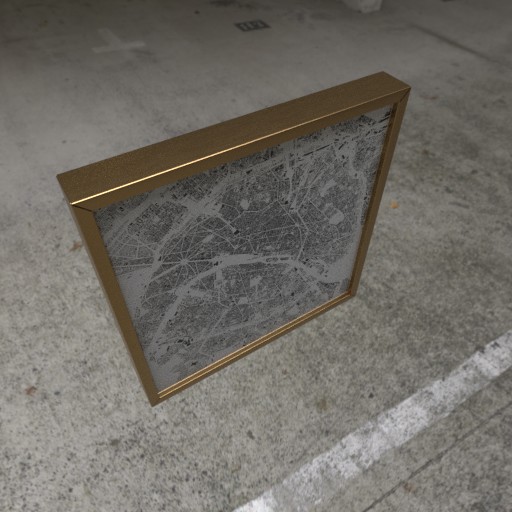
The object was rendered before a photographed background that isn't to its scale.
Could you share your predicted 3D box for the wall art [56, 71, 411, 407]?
[{"bbox_3d":[0.000,0.000,0.462,0.305,0.305,0.037,-25,52,-21],"label":"wall art"}]
